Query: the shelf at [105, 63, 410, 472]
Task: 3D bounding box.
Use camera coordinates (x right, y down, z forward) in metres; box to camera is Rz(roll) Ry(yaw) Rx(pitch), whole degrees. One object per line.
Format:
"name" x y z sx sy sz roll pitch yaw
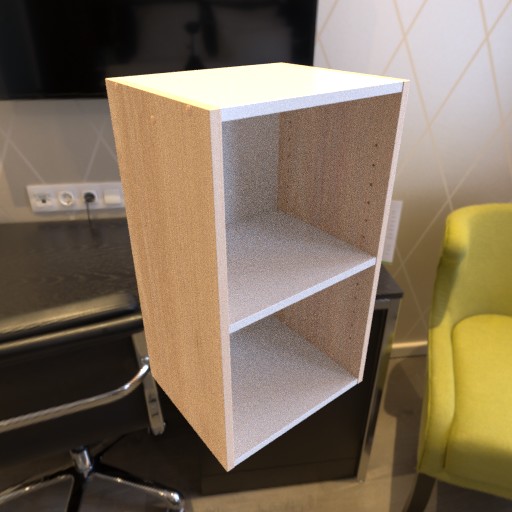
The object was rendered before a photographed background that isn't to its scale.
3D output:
"shelf" 0.000 0.000 0.803 0.350 0.600 0.290 -21 35 -32
